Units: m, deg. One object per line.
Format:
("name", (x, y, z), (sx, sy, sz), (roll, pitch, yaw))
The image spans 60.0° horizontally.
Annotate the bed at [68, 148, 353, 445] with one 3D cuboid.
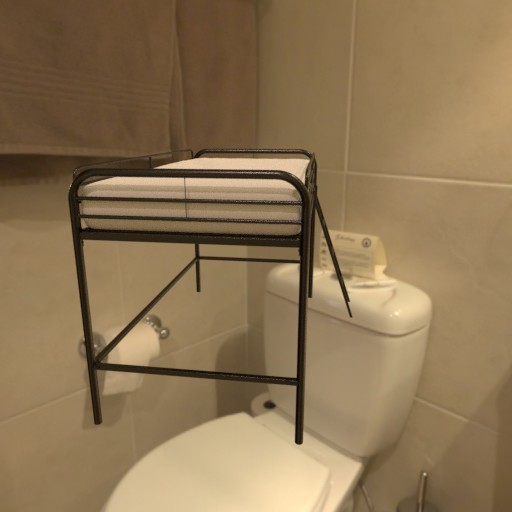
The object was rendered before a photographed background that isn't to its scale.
("bed", (0.000, 0.000, 2.917), (1.393, 1.289, 1.968), (2, 16, 8))
